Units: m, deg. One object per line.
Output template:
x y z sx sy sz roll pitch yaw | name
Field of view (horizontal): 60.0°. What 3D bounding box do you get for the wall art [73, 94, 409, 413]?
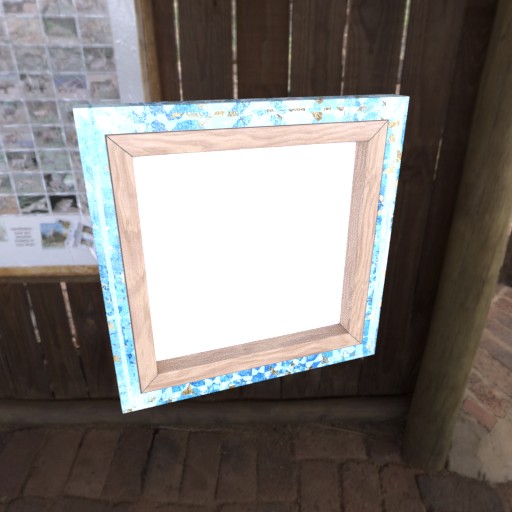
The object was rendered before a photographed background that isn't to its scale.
0.000 0.000 0.608 0.405 0.405 0.037 -8 26 -17 | wall art
